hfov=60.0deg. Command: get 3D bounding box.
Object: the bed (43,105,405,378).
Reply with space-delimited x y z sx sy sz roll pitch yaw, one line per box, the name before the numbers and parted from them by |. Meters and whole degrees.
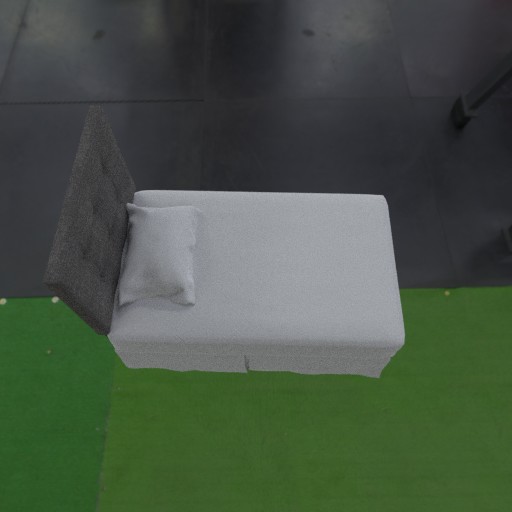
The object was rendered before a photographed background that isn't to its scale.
bed | 0.000 0.000 2.997 1.997 1.571 1.261 1 63 1
